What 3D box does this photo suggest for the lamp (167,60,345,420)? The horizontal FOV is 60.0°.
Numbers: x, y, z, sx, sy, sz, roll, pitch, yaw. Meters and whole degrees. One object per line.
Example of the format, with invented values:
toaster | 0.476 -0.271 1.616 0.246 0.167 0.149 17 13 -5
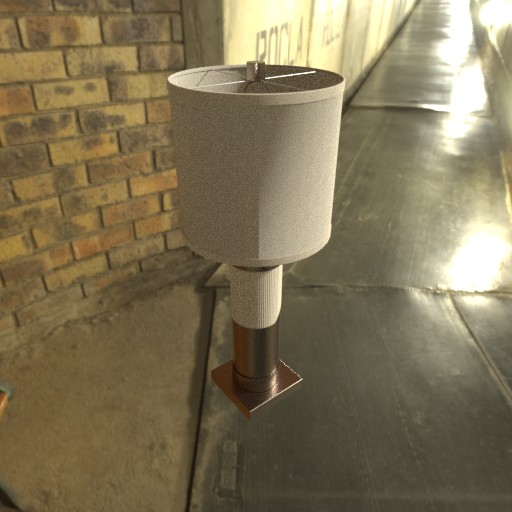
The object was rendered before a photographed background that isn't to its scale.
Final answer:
lamp | 0.000 0.000 0.630 0.202 0.509 0.202 -22 37 -32
